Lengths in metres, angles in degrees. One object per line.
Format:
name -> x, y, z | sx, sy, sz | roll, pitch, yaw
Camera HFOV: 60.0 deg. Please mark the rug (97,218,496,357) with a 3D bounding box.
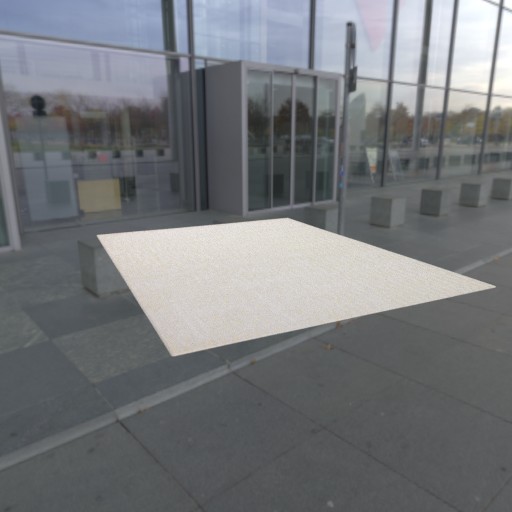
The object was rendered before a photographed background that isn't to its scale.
rug -> 0.000, 0.000, 4.045 | 2.410, 0.021, 3.055 | -7, 17, -25
